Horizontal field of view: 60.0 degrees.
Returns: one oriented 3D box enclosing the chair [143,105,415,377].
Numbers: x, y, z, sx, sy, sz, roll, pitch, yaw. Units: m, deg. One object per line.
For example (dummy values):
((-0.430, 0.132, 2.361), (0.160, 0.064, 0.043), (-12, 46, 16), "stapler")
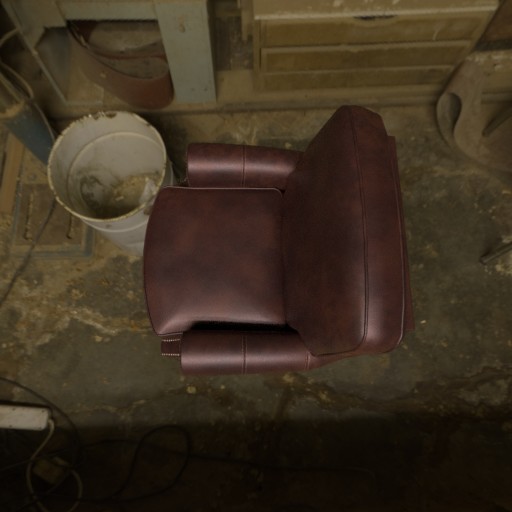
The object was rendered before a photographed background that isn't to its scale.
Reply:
((0.000, 0.000, 1.791), (0.986, 1.018, 0.936), (-1, 75, 0), "chair")
